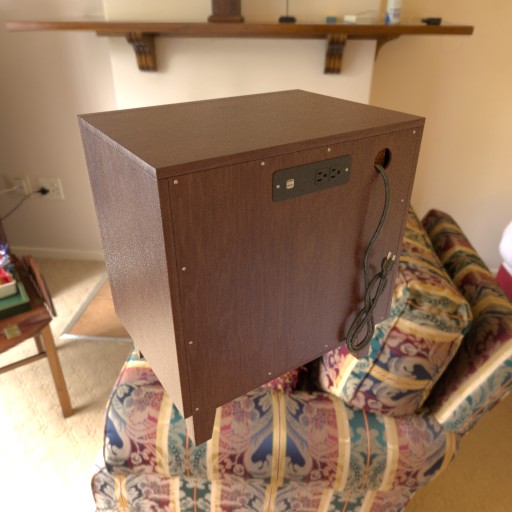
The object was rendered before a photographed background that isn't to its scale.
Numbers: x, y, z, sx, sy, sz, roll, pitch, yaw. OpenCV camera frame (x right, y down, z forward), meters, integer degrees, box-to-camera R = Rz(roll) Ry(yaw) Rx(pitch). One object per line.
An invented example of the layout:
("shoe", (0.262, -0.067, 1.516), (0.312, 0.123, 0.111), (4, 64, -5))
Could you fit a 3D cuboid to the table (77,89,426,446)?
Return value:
("table", (0.000, 0.000, 1.004), (0.557, 0.609, 0.449), (-18, 34, -29))
